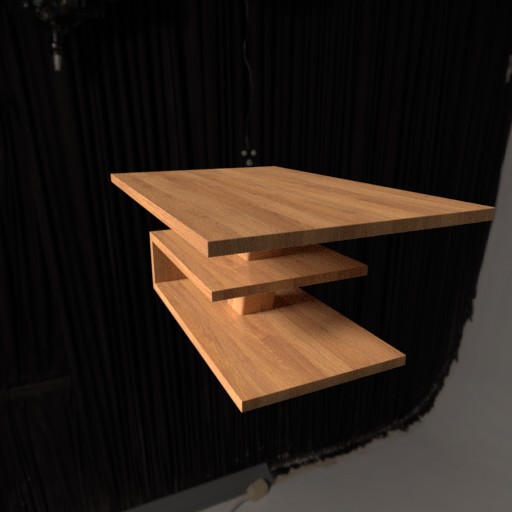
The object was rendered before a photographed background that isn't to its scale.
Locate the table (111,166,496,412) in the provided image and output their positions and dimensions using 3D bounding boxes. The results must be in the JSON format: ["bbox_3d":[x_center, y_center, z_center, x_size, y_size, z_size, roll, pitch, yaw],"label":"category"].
[{"bbox_3d":[0.000,0.000,1.416,0.700,0.442,1.100,-8,18,-24],"label":"table"}]
